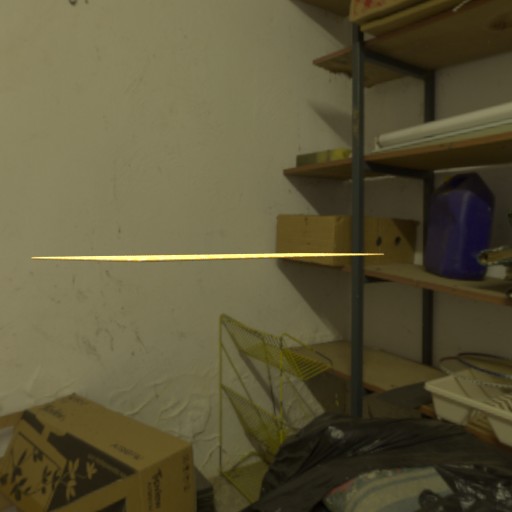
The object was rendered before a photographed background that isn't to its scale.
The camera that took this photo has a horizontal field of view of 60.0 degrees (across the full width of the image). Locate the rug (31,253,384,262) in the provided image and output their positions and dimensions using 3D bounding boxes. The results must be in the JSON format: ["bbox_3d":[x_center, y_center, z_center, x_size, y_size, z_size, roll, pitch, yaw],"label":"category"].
[{"bbox_3d":[0.000,0.000,2.769,0.775,0.010,2.438,1,1,36],"label":"rug"}]
